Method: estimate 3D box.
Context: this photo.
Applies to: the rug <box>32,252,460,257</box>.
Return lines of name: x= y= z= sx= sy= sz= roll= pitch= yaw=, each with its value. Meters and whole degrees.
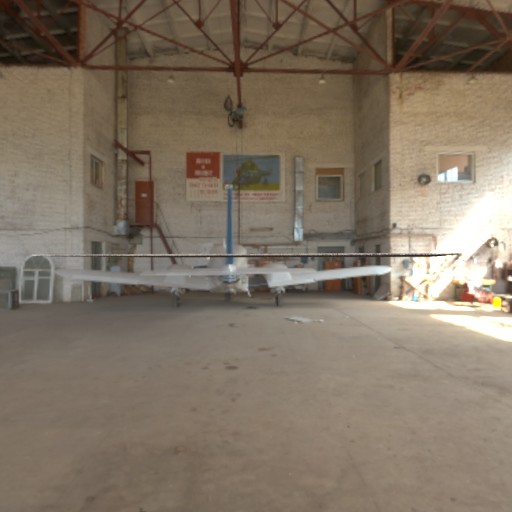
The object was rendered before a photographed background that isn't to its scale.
rug: x=0.000 y=0.000 z=3.092 sx=2.442 sy=0.010 sz=1.546 roll=0 pitch=-1 yaw=18
